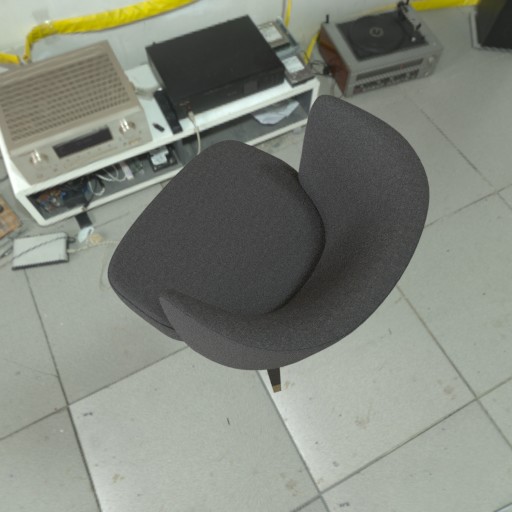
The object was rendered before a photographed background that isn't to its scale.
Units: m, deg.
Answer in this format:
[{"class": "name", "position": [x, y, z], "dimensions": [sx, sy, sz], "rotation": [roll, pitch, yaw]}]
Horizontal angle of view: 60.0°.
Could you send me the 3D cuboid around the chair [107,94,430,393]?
[{"class": "chair", "position": [0.000, 0.000, 1.246], "dimensions": [0.698, 0.695, 0.639], "rotation": [30, 68, 14]}]
